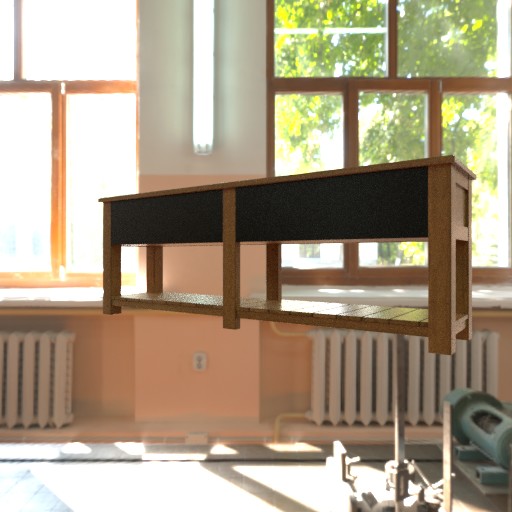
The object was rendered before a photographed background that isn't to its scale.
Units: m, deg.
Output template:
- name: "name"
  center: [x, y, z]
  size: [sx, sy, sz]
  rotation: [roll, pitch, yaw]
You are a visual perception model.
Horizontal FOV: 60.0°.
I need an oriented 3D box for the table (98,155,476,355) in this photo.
- name: "table"
  center: [0.000, 0.000, 2.081]
  size: [1.815, 0.635, 0.425]
  rotation: [0, 0, 35]
